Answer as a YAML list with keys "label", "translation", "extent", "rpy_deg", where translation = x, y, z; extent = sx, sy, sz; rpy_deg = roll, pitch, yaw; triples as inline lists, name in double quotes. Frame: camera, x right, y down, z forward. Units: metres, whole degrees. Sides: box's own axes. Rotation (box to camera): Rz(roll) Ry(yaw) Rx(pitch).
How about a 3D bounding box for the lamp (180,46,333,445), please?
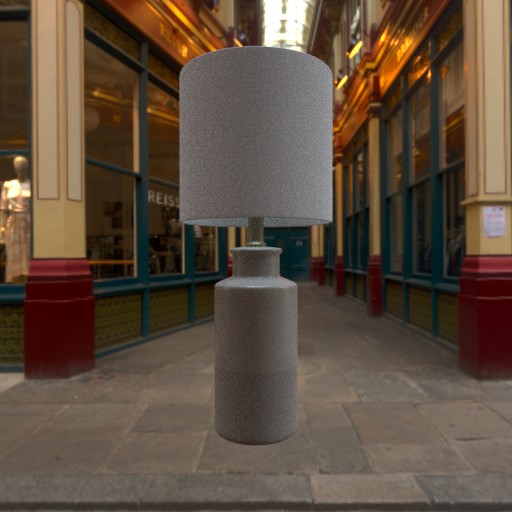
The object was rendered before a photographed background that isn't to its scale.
- label: "lamp"
  translation: [0.000, 0.000, 0.626]
  extent: [0.212, 0.493, 0.212]
  rpy_deg: [0, 1, 0]
